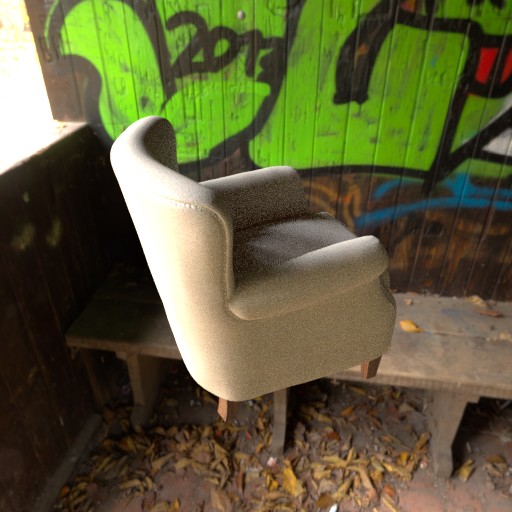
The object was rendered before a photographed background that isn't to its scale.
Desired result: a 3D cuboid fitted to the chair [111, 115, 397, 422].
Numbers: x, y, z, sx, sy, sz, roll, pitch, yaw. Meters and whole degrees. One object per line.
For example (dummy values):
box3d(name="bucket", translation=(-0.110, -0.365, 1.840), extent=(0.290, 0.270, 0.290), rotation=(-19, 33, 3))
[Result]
box3d(name="chair", translation=(0.000, 0.000, 1.688), extent=(0.921, 0.936, 0.861), rotation=(-11, 34, -16))
